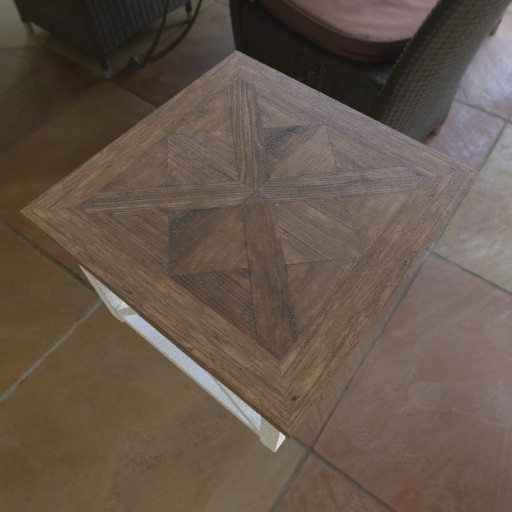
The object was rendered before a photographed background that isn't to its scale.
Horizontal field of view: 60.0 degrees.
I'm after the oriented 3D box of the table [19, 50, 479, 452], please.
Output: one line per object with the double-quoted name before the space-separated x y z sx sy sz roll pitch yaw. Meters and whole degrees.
"table" 0.000 0.000 1.174 0.700 0.532 0.700 34 65 19
